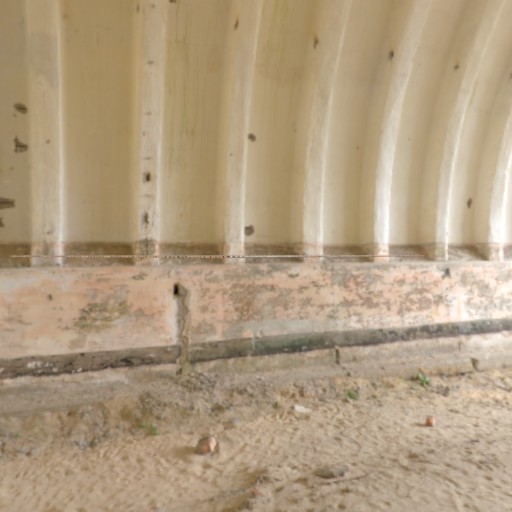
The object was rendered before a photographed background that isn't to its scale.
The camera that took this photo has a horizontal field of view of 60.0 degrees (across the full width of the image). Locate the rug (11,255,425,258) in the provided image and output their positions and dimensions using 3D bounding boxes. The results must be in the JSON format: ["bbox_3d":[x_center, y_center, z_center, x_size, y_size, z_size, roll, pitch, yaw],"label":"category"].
[{"bbox_3d":[0.000,0.000,2.929,1.519,0.007,2.428,0,0,36],"label":"rug"}]
